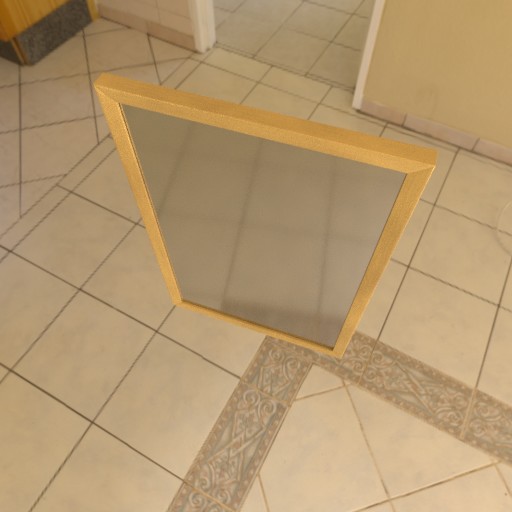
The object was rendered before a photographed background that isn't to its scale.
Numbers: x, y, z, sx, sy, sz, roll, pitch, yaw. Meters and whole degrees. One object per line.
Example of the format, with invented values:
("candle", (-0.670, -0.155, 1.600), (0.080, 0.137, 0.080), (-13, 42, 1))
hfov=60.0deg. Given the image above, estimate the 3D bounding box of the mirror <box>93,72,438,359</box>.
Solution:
("mirror", (0.000, 0.000, 1.145), (0.609, 0.915, 0.040), (16, 60, 10))
